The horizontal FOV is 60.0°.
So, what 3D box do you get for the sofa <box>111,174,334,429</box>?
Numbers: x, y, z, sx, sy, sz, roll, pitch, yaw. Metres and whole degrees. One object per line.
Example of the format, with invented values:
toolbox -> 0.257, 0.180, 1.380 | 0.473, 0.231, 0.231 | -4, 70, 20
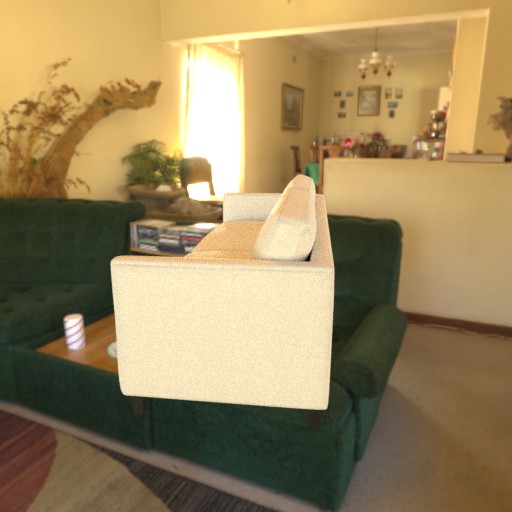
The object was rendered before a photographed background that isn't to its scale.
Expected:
sofa -> 0.000, 0.000, 2.991 | 0.948, 0.965, 2.434 | 2, 15, 7
